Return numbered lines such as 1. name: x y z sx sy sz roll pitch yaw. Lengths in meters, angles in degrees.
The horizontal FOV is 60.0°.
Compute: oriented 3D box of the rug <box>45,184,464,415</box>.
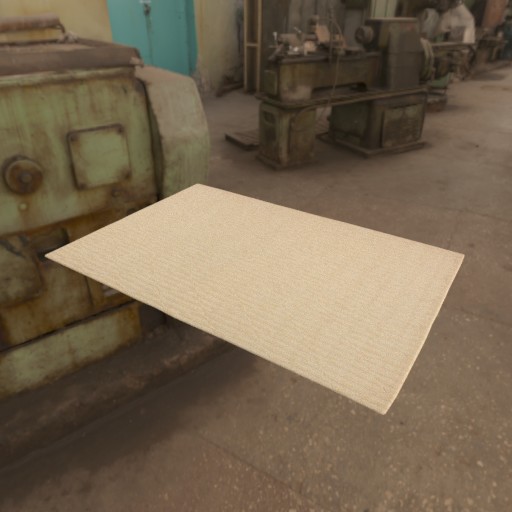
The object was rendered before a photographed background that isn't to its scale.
1. rug: 0.000 0.000 2.326 1.848 0.014 1.238 19 35 28
